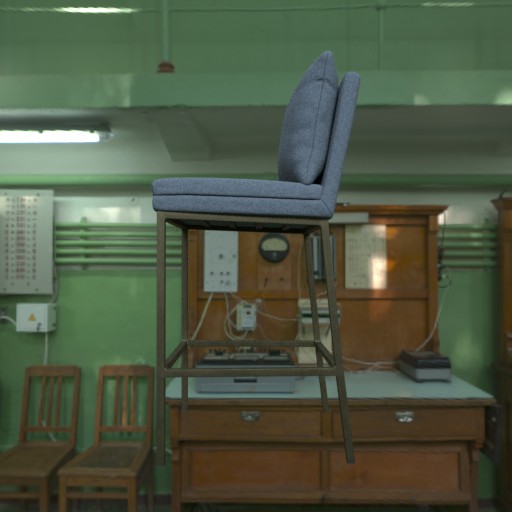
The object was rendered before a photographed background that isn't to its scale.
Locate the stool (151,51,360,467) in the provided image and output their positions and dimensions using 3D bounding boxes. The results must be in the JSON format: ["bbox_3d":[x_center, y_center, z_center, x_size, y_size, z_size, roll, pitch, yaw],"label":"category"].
[{"bbox_3d":[0.000,0.000,1.410,0.569,1.130,0.463,0,0,-1],"label":"stool"}]
